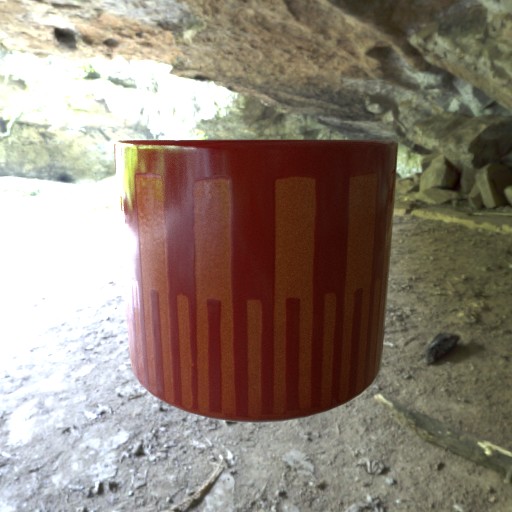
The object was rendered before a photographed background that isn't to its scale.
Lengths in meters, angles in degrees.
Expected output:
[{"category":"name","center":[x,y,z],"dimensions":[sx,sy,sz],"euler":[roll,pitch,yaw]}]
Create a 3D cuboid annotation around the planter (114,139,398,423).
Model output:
[{"category":"planter","center":[0.000,0.000,0.398],"dimensions":[0.230,0.202,0.230],"euler":[0,15,0]}]
